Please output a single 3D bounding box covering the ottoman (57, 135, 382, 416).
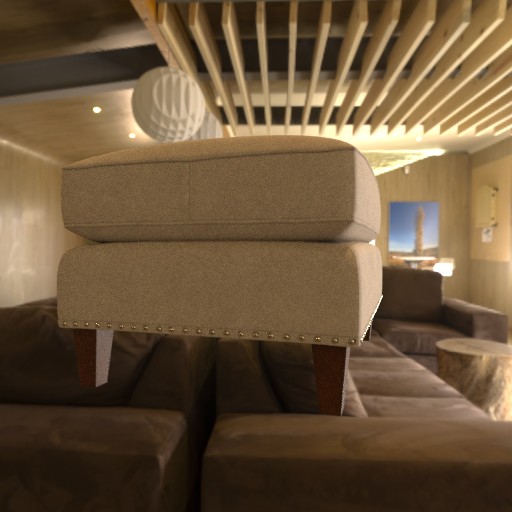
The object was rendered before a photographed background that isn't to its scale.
[{"bbox_3d":[0.000,0.000,1.116,0.584,0.513,0.741,0,1,18],"label":"ottoman"}]
